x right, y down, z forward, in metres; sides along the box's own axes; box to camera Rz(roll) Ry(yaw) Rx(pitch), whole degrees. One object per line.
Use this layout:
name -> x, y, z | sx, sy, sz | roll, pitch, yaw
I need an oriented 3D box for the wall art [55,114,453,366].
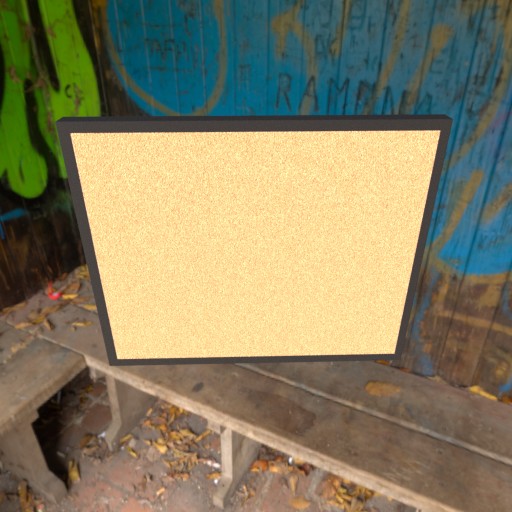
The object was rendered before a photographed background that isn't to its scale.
wall art -> 0.000, 0.000, 0.744 | 0.554, 0.454, 0.030 | -1, 30, -1
